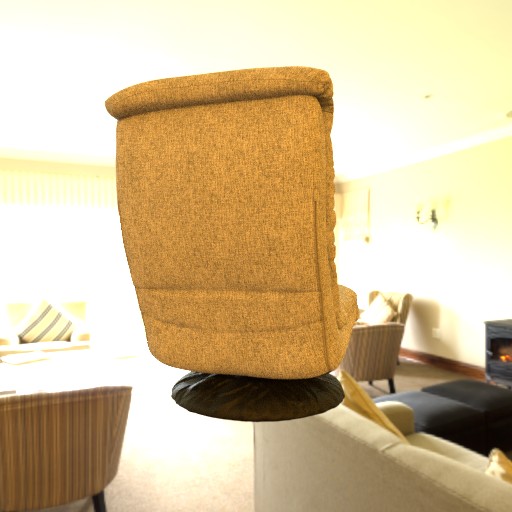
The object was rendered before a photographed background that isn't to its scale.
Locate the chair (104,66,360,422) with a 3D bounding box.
[{"bbox_3d":[0.000,0.000,0.966,0.400,0.600,0.583,0,-1,18],"label":"chair"}]
